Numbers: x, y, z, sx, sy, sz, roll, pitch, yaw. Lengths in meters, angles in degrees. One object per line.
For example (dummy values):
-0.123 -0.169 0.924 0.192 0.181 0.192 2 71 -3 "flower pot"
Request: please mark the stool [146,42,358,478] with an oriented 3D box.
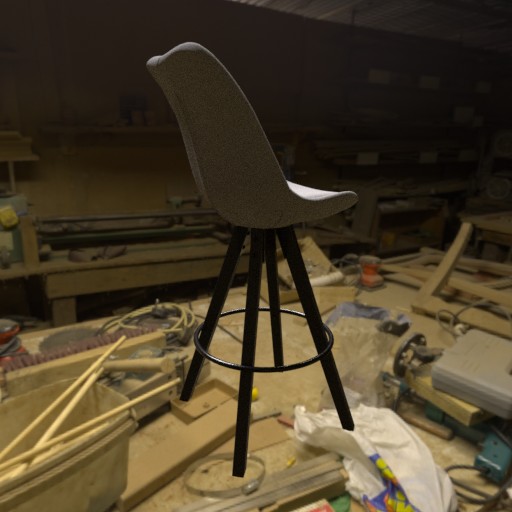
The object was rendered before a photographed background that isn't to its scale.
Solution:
0.000 0.000 1.352 0.550 1.115 0.485 -9 18 -29 "stool"
